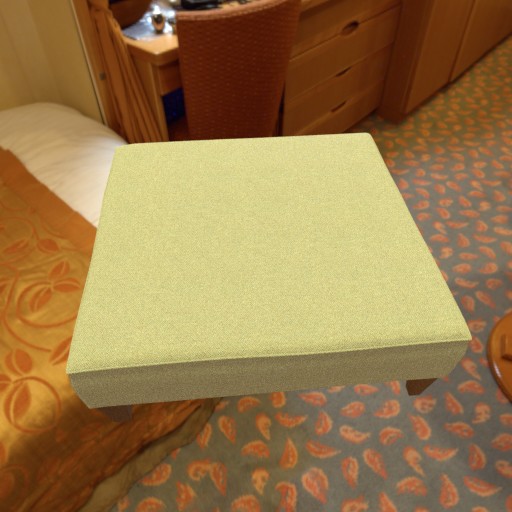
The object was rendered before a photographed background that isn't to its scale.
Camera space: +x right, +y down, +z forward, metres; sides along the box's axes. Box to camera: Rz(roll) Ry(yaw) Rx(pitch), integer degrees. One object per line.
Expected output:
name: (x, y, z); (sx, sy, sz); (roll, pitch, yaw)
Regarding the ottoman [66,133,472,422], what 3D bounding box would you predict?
ottoman: (0.000, 0.000, 1.505); (1.004, 0.379, 0.968); (-4, 47, -4)
